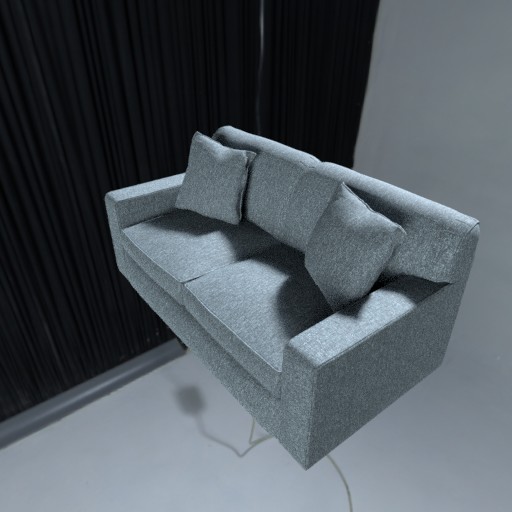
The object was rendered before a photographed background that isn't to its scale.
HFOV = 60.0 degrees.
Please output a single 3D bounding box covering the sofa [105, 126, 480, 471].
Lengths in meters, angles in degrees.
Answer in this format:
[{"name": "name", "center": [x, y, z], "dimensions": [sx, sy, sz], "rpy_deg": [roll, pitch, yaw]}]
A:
[{"name": "sofa", "center": [0.000, 0.000, 2.399], "dimensions": [0.998, 0.958, 1.846], "rpy_deg": [-22, 38, -31]}]
